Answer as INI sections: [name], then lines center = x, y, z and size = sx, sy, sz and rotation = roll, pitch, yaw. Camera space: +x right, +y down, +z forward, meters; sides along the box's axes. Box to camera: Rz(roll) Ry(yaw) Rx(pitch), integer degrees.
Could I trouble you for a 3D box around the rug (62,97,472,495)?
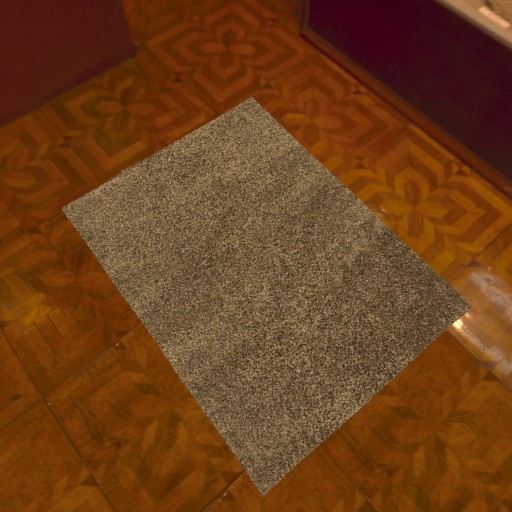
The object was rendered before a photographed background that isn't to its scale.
[rug]
center = 0.000, 0.000, 2.093
size = 1.198, 0.025, 1.601
rotation = -35, 69, -16
